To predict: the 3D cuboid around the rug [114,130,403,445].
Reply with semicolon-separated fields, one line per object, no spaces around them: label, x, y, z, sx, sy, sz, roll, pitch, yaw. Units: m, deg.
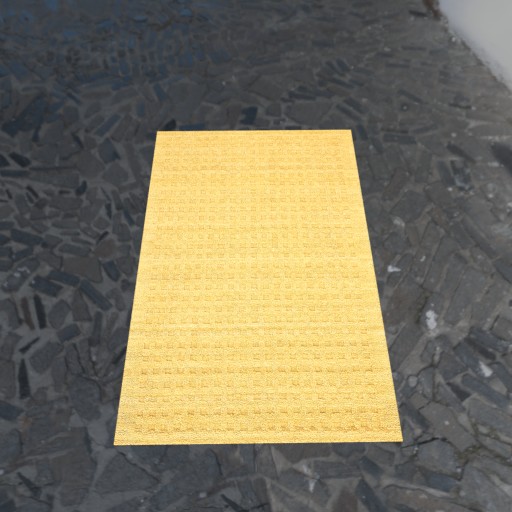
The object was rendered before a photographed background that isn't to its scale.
rug;0.000;0.000;2.915;1.524;0.006;2.286;-1;60;0
